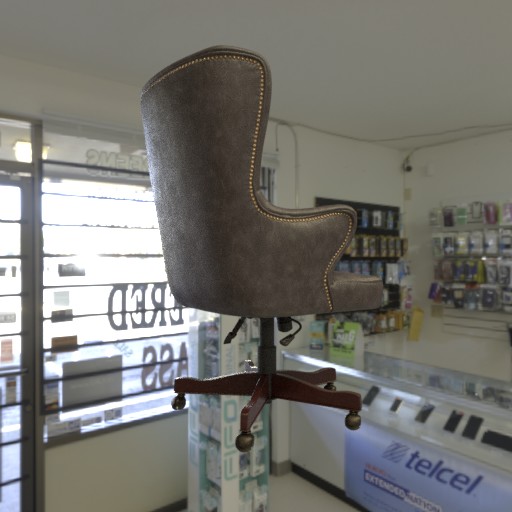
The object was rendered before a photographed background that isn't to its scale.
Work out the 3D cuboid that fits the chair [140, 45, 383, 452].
[{"bbox_3d":[0.000,0.000,1.444,0.717,1.037,0.594,0,0,-35],"label":"chair"}]
